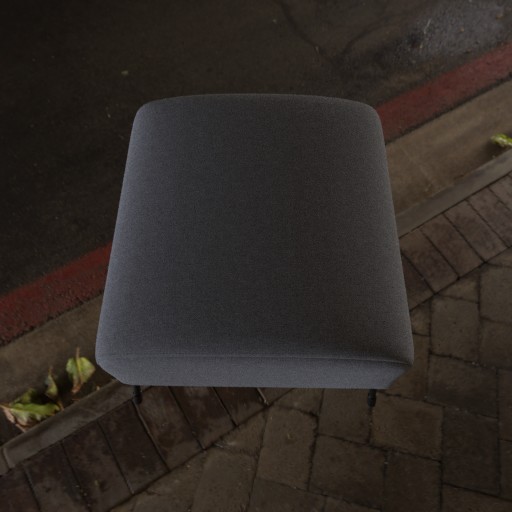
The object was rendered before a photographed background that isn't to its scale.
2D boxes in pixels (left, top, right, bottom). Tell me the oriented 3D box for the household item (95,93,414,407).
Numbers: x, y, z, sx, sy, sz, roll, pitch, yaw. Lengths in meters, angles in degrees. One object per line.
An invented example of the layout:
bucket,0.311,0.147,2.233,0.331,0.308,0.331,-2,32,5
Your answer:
household item,0.000,0.000,0.899,0.530,0.410,0.530,1,64,0
